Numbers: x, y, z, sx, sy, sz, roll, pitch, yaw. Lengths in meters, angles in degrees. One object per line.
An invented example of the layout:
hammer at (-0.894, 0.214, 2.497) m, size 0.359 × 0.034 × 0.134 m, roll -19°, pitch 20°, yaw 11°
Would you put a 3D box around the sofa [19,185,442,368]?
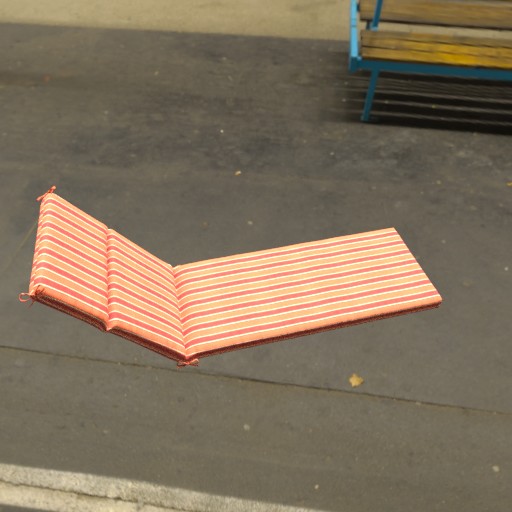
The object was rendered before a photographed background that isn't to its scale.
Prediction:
sofa at (0.000, 0.000, 1.904) m, size 1.663 × 0.622 × 0.582 m, roll -10°, pitch 47°, yaw -9°
